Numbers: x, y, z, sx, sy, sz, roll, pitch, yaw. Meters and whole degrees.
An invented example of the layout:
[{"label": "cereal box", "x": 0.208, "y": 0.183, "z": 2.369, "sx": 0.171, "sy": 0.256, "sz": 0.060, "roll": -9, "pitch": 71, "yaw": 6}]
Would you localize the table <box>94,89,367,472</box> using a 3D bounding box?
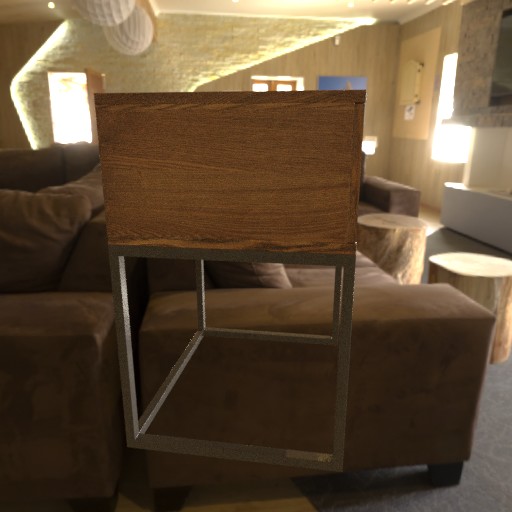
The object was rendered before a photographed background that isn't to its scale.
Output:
[{"label": "table", "x": 0.000, "y": 0.000, "z": 0.924, "sx": 0.400, "sy": 0.610, "sz": 0.482, "roll": 3, "pitch": 16, "yaw": 9}]
